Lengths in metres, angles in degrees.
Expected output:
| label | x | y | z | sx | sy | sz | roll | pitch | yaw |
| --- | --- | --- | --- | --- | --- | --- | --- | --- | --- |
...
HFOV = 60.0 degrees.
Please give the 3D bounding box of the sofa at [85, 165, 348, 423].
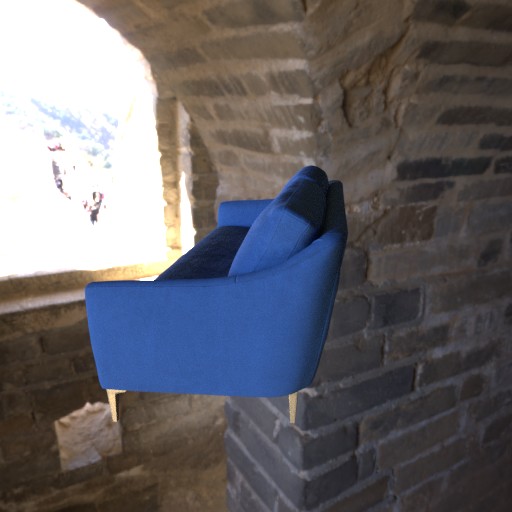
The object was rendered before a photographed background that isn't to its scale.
| label | x | y | z | sx | sy | sz | roll | pitch | yaw |
| --- | --- | --- | --- | --- | --- | --- | --- | --- | --- |
| sofa | 0.000 | 0.000 | 2.534 | 0.960 | 0.903 | 2.036 | 3 | 16 | 9 |
